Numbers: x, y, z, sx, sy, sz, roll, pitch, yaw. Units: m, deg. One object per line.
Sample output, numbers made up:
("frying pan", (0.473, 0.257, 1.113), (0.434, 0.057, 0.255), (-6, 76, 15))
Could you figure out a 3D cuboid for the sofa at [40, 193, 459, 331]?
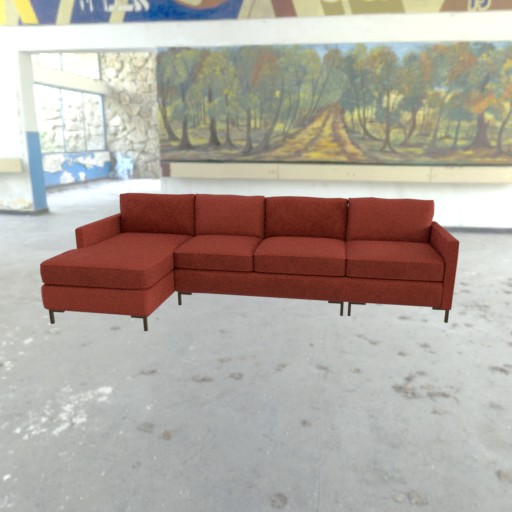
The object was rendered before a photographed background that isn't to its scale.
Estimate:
("sofa", (0.000, 0.000, 4.053), (3.400, 0.967, 1.500), (3, 15, 10))
